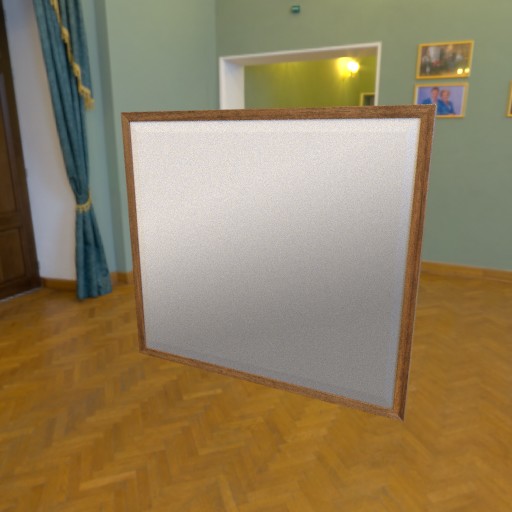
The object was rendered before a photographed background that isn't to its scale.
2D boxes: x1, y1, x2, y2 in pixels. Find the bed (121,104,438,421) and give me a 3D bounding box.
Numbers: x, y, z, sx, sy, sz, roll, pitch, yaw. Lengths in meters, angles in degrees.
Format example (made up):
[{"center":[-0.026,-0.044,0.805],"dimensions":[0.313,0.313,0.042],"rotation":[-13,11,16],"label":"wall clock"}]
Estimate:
[{"center":[0.000,0.000,1.492],"dimensions":[1.041,0.940,0.043],"rotation":[7,17,25],"label":"bed"}]
